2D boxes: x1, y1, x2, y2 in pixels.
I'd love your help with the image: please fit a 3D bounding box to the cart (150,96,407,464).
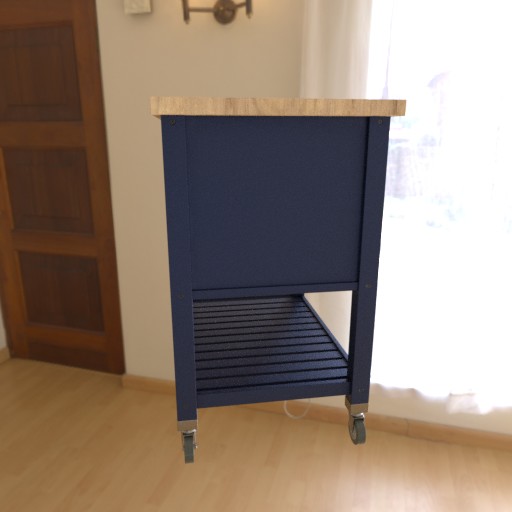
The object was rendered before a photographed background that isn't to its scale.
[{"bbox_3d":[0.000,0.000,1.449,0.567,0.920,0.797,-2,16,-9],"label":"cart"}]
